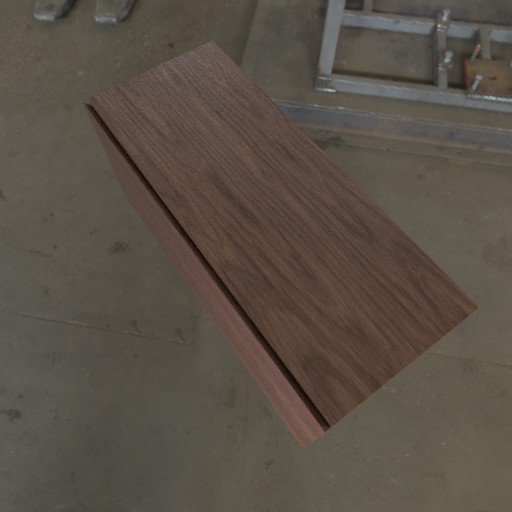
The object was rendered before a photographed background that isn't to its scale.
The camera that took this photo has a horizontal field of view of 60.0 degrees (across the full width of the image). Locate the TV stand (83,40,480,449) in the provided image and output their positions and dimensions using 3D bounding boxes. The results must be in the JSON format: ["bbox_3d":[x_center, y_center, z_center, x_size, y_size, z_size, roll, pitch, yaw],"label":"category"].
[{"bbox_3d":[0.000,0.000,1.318,0.405,0.660,0.990,-33,68,-15],"label":"TV stand"}]
